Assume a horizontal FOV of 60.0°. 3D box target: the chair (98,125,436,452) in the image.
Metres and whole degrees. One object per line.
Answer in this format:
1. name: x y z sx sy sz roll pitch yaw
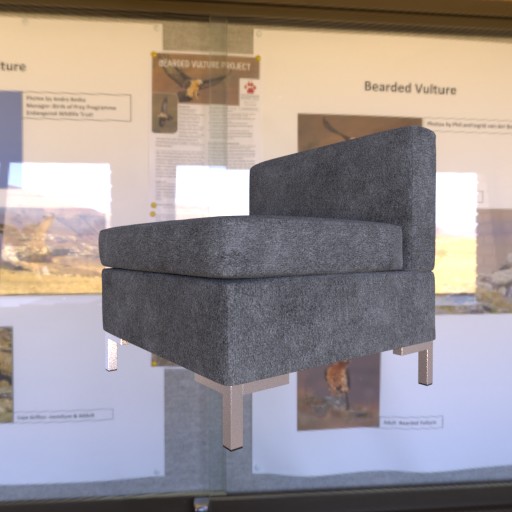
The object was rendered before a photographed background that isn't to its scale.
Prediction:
1. chair: 0.000 0.000 1.204 0.680 0.660 0.680 -1 1 -37
